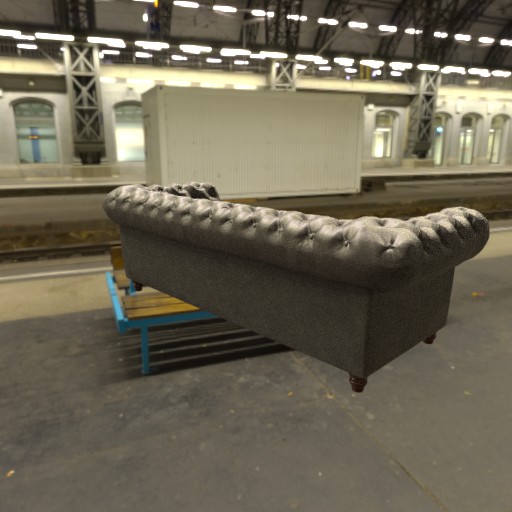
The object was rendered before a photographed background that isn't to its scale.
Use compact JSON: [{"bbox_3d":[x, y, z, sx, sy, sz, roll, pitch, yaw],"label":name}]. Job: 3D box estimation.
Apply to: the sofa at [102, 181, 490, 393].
[{"bbox_3d":[0.000,0.000,2.752,0.944,0.783,2.385,-14,20,-42],"label":"sofa"}]
